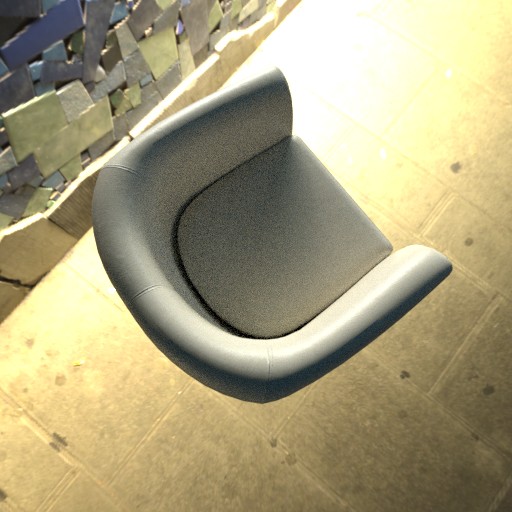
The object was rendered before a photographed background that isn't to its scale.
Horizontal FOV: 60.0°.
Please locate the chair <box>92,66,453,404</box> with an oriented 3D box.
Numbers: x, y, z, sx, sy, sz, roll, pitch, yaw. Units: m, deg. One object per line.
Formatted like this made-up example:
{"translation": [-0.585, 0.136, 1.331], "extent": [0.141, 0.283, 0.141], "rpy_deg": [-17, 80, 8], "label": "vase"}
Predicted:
{"translation": [0.000, 0.000, 1.396], "extent": [0.727, 0.756, 0.792], "rpy_deg": [-36, 78, -9], "label": "chair"}
